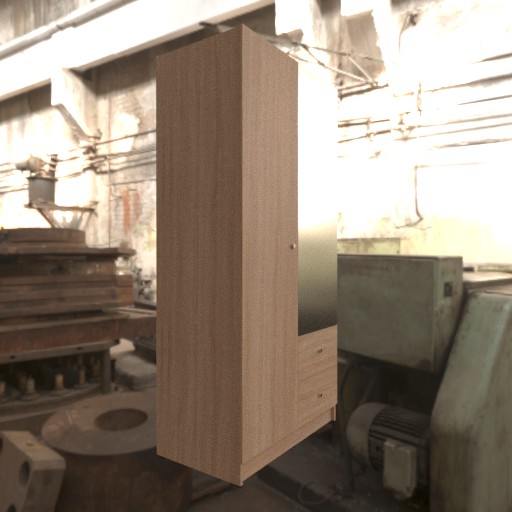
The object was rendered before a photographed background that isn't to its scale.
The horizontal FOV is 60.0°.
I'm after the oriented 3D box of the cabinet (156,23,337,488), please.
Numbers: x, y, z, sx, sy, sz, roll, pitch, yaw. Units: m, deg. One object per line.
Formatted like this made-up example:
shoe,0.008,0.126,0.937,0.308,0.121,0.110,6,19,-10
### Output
cabinet,0.000,0.000,2.587,0.590,2.121,1.001,0,0,36
